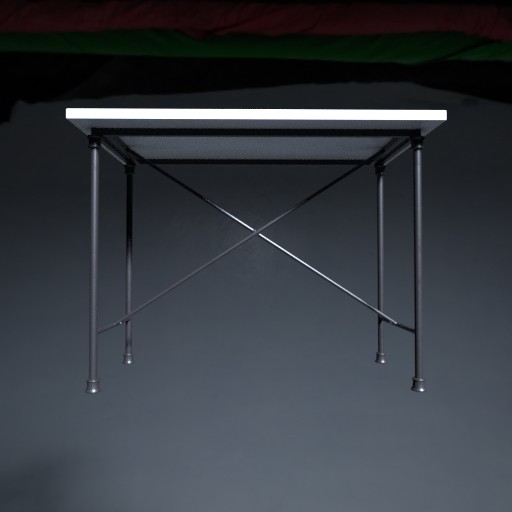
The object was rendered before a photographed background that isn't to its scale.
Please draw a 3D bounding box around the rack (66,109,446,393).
[{"bbox_3d":[0.000,0.000,1.646,1.159,0.880,0.613,0,-1,-1],"label":"rack"}]
